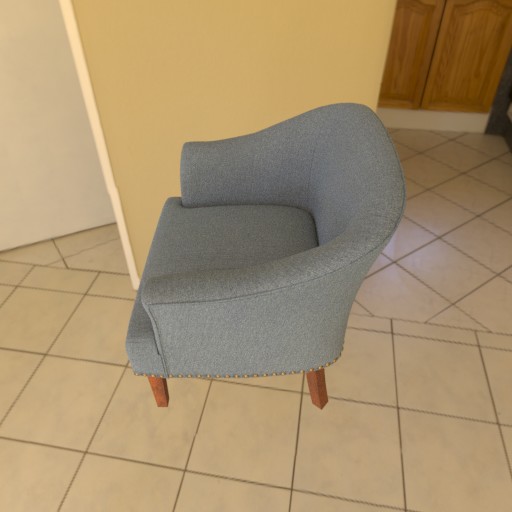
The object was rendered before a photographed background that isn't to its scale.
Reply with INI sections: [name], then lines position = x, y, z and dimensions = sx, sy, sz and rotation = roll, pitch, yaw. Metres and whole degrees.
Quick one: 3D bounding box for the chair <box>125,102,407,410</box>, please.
[chair]
position = 0.000, 0.000, 1.412
dimensions = 0.704, 0.815, 0.798
rotation = 0, 41, 0
